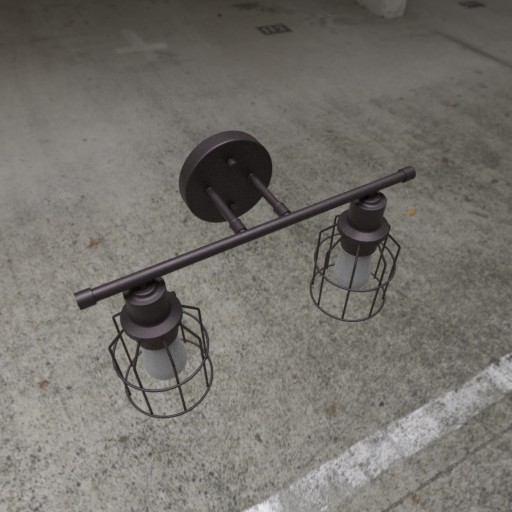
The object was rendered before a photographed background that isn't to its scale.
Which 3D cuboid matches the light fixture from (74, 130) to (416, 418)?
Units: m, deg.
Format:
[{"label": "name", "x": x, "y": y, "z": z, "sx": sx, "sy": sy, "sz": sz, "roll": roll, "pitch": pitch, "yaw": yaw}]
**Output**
[{"label": "light fixture", "x": 0.000, "y": 0.000, "z": 0.541, "sx": 0.406, "sy": 0.254, "sz": 0.165, "roll": -22, "pitch": 51, "yaw": -20}]
